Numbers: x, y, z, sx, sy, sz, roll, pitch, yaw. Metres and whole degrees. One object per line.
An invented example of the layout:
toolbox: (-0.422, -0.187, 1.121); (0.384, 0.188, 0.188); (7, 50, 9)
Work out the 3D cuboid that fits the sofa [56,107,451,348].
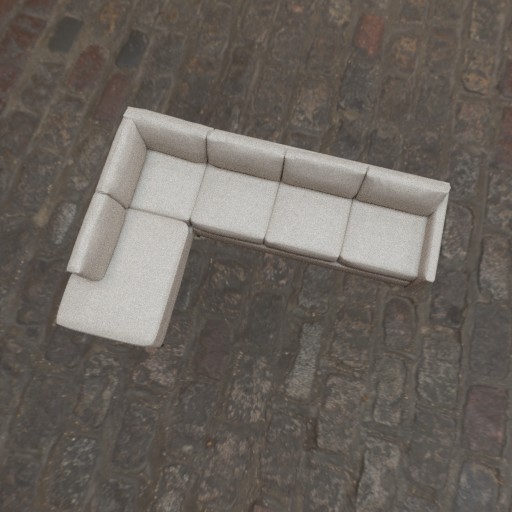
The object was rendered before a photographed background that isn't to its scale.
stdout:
sofa: (0.000, 0.000, 3.133); (2.423, 0.703, 1.617); (14, 76, 3)
